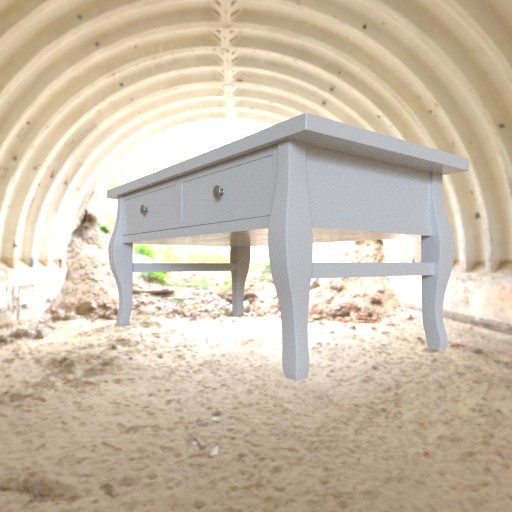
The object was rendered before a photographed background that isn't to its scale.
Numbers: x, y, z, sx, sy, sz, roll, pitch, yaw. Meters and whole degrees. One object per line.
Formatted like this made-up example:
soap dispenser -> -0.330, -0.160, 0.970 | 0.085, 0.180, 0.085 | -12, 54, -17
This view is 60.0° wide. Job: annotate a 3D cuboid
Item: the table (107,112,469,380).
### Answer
table -> 0.000, 0.000, 1.392 | 0.600, 0.495, 1.062 | 1, -1, -37
